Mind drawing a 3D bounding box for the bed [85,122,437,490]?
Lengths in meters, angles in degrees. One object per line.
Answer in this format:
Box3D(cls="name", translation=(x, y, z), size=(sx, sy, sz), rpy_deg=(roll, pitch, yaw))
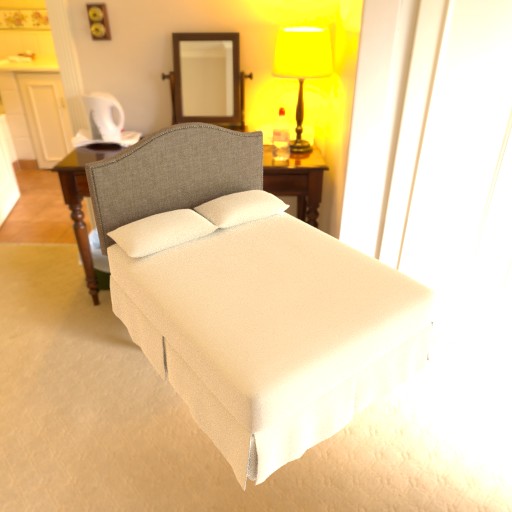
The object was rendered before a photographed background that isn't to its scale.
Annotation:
Box3D(cls="bed", translation=(0.000, 0.000, 3.244), size=(1.713, 1.518, 2.153), rpy_deg=(-20, 36, -31))
